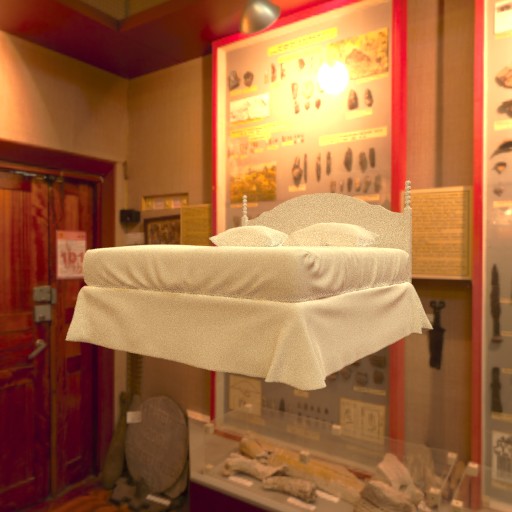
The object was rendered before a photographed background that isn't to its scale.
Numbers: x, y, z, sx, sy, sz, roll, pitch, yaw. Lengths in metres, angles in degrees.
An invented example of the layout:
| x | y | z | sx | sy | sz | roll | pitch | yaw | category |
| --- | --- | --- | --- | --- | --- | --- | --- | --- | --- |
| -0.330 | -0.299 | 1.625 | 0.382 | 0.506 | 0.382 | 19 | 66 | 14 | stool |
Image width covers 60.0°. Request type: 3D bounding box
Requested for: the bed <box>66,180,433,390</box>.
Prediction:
| x | y | z | sx | sy | sz | roll | pitch | yaw | category |
| --- | --- | --- | --- | --- | --- | --- | --- | --- | --- |
| 0.000 | 0.000 | 3.703 | 2.322 | 1.355 | 2.219 | 1 | 1 | 36 | bed |
